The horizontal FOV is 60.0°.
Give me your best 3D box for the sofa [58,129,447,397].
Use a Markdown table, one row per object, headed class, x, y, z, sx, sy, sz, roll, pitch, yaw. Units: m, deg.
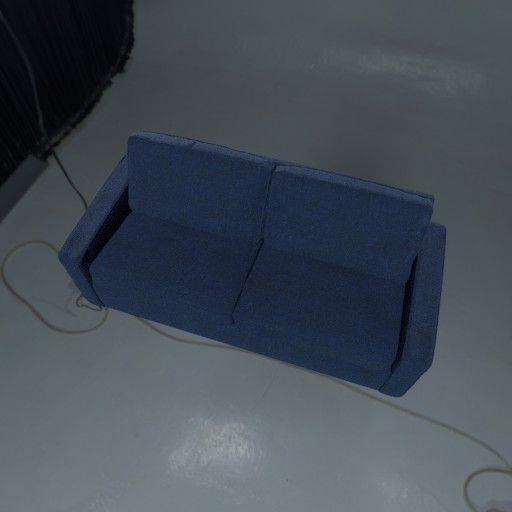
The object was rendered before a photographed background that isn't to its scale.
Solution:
| class | x | y | z | sx | sy | sz | roll | pitch | yaw |
| --- | --- | --- | --- | --- | --- | --- | --- | --- | --- |
| sofa | 0.000 | 0.000 | 2.637 | 2.080 | 0.919 | 0.940 | 15 | 58 | 10 |
